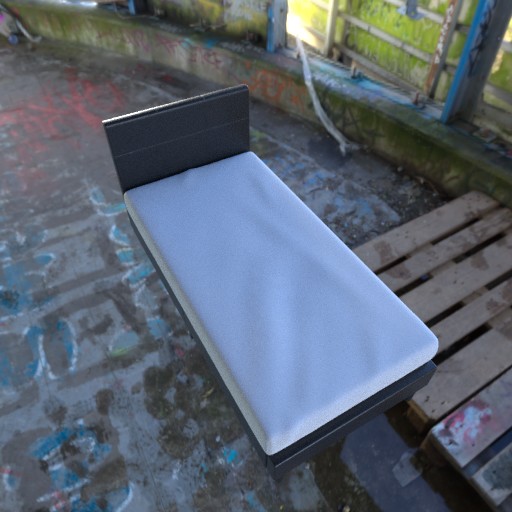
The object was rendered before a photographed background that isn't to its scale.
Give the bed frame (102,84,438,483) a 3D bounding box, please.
[{"bbox_3d":[0.000,0.000,2.533,1.038,1.046,2.152,-23,51,-20],"label":"bed frame"}]
